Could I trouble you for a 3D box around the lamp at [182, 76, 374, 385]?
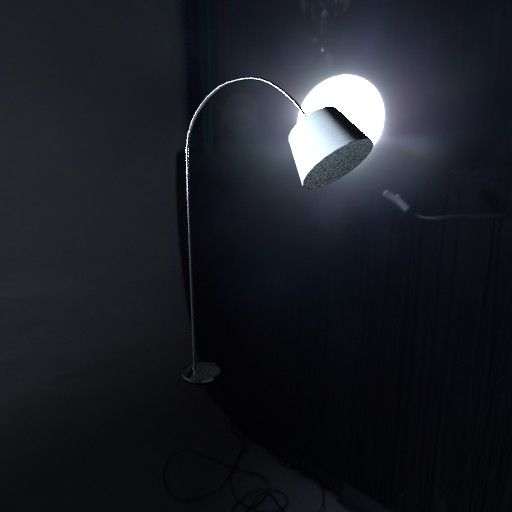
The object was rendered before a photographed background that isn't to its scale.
[{"bbox_3d":[0.000,0.000,2.756,1.445,2.098,0.406,13,20,42],"label":"lamp"}]
